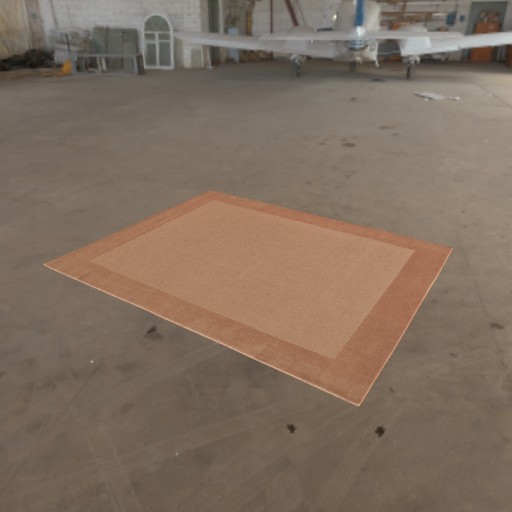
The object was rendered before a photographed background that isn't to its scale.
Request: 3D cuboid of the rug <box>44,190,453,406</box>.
[{"bbox_3d":[0.000,0.000,4.205,3.057,0.021,2.431,17,32,29],"label":"rug"}]
